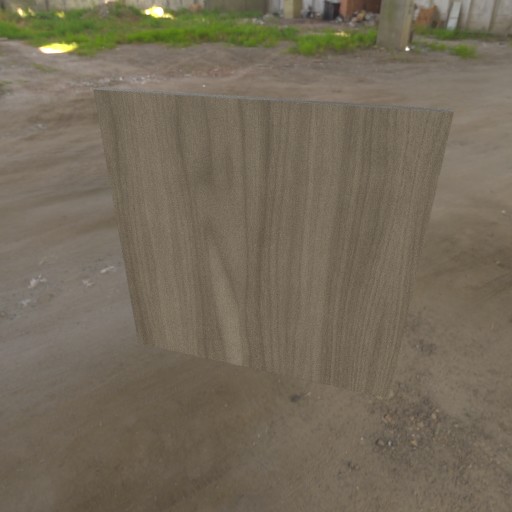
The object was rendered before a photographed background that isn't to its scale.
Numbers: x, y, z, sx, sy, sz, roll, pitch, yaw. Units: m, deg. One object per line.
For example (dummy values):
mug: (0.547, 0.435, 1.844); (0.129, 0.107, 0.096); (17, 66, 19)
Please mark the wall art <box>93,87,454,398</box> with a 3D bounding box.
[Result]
wall art: (0.000, 0.000, 0.740); (0.508, 0.507, 0.016); (9, 32, 14)
